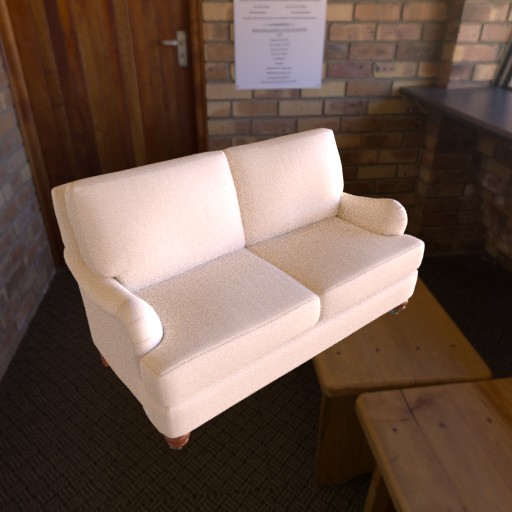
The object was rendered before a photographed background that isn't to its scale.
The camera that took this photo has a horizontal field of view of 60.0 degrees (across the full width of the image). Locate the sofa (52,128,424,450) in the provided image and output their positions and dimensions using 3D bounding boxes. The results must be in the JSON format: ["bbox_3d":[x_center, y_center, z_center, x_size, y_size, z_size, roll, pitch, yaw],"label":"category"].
[{"bbox_3d":[0.000,0.000,2.525,1.853,1.101,1.084,-21,36,-33],"label":"sofa"}]
